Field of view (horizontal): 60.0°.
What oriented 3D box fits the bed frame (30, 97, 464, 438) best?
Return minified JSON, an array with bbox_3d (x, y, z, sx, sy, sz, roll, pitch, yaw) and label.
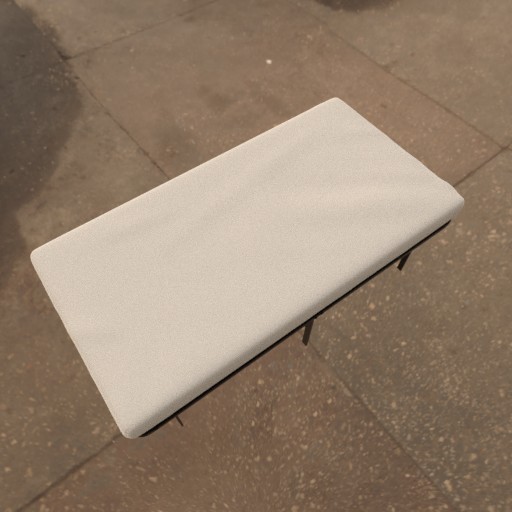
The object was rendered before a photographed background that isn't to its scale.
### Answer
[{"bbox_3d":[0.000,0.000,2.336,1.903,0.619,0.989,-31,63,-18],"label":"bed frame"}]
